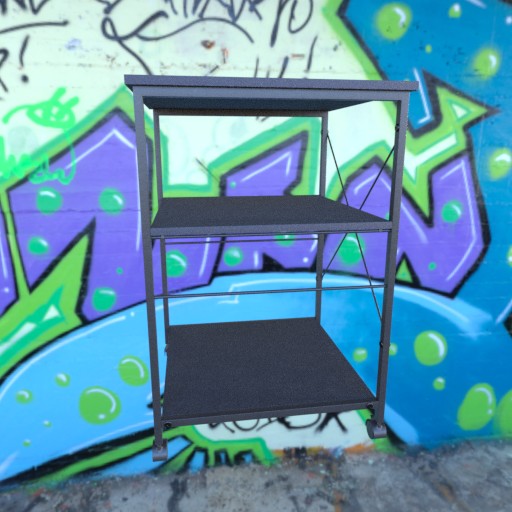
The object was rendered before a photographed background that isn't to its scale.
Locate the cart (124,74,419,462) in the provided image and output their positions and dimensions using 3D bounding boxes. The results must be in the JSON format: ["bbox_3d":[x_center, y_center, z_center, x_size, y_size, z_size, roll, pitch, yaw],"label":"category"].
[{"bbox_3d":[0.000,0.000,1.107,0.520,0.762,0.521,-2,14,-9],"label":"cart"}]
